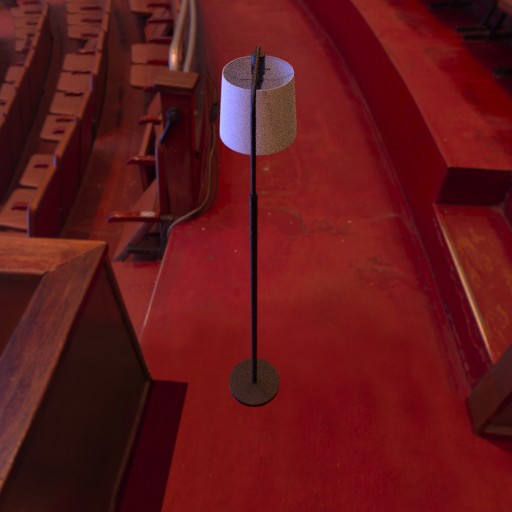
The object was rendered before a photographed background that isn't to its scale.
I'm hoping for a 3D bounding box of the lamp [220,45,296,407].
[{"bbox_3d":[0.000,0.000,1.711,0.254,1.478,0.508,2,45,2],"label":"lamp"}]
